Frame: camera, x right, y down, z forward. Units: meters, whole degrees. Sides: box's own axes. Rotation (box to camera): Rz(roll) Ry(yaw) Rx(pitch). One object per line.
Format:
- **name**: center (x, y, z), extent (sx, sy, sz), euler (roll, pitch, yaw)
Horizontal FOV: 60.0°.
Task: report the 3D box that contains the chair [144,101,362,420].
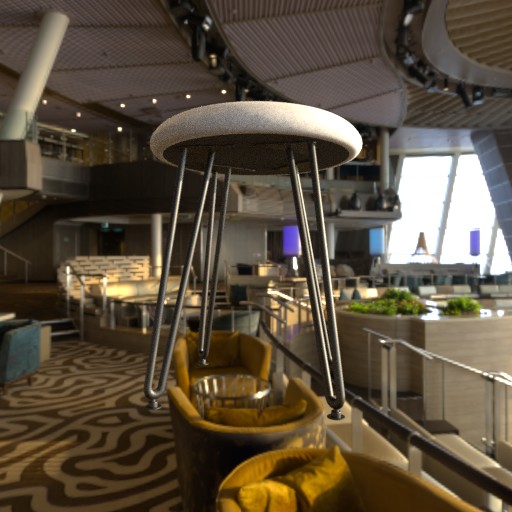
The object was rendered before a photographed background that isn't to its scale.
- **chair**: center (0.000, 0.000, 0.662), extent (0.350, 0.386, 0.350), euler (0, 0, -36)
